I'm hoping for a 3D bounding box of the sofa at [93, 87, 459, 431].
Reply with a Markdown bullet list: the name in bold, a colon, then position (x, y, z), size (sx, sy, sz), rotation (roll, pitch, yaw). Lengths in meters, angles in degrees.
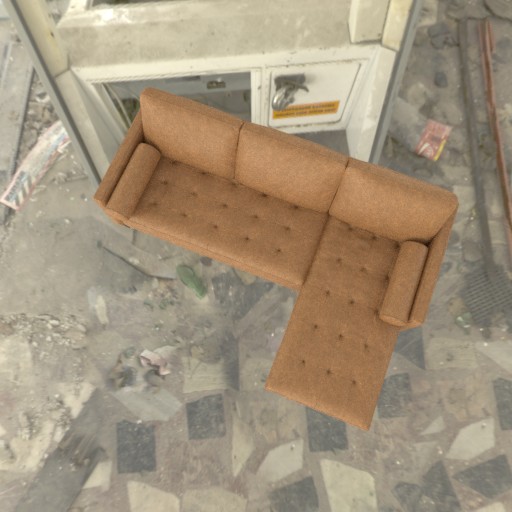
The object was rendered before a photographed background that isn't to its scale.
- **sofa**: position (0.000, 0.000, 2.865), size (2.178, 0.876, 1.506), rotation (21, 76, 5)
